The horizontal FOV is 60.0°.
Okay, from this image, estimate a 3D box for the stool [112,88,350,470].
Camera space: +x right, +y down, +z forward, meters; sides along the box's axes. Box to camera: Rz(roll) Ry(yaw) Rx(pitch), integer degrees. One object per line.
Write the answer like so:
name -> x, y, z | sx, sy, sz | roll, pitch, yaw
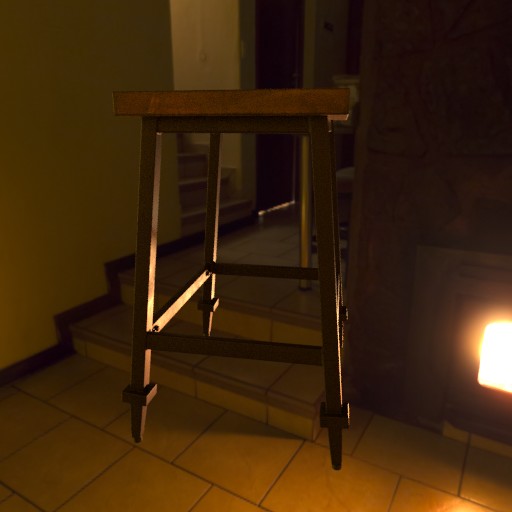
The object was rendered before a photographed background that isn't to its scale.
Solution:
stool -> 0.000, 0.000, 0.937 | 0.405, 0.625, 0.486 | 3, 16, 10
